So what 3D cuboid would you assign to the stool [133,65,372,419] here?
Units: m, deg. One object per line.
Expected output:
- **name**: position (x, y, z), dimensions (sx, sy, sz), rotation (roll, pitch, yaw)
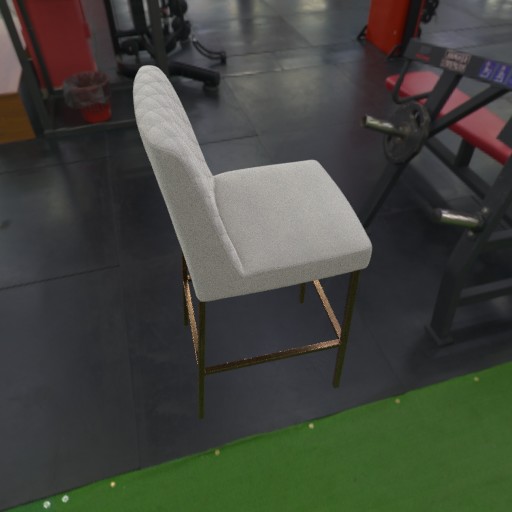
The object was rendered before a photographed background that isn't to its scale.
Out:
- **stool**: position (0.000, 0.000, 1.380), dimensions (0.546, 1.084, 0.462), rotation (-10, 46, -10)
